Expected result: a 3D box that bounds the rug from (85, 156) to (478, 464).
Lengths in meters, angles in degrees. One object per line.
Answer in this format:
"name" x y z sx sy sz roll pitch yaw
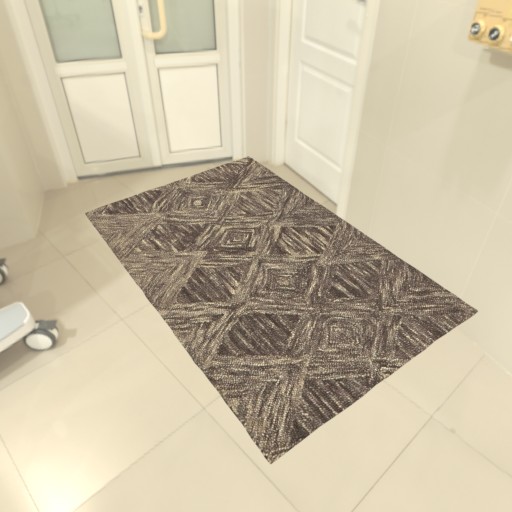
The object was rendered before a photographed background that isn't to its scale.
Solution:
"rug" 0.000 0.000 2.309 1.186 0.012 1.814 -25 47 -26
